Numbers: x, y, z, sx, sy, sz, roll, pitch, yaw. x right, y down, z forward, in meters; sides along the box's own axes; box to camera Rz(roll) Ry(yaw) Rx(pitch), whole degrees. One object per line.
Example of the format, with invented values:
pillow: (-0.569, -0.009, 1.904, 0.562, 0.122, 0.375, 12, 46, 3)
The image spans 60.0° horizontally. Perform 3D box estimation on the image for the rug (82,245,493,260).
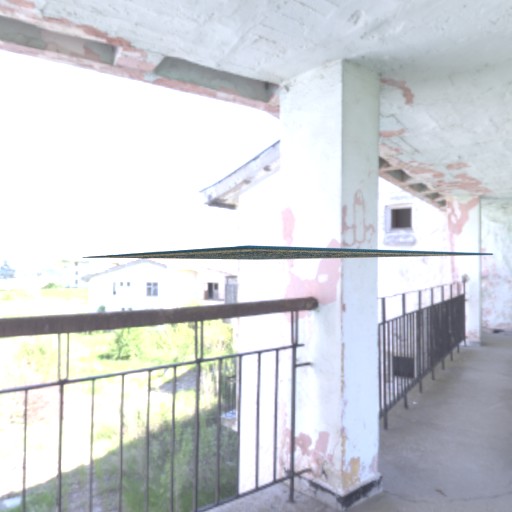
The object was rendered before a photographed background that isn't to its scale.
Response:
rug: (0.000, 0.000, 3.935, 2.226, 0.015, 3.044, 1, -2, -35)
